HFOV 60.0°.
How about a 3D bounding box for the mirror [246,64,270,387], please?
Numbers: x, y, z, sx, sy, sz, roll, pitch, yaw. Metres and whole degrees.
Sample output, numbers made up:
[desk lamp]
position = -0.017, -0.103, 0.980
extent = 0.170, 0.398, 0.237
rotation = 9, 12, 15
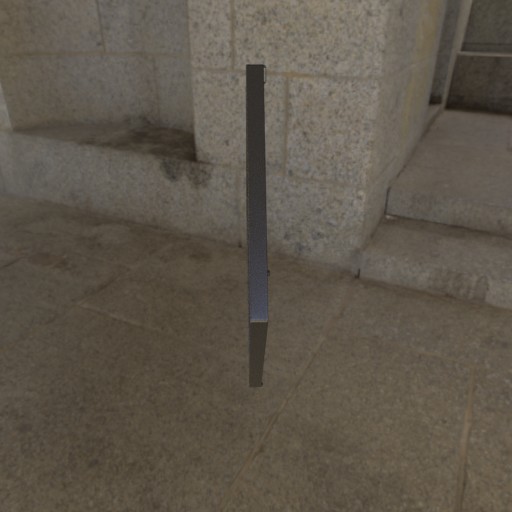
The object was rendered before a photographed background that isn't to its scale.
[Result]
[mirror]
position = 0.000, 0.000, 0.853
extent = 0.032, 0.679, 0.419
rotation = -1, 28, -2
